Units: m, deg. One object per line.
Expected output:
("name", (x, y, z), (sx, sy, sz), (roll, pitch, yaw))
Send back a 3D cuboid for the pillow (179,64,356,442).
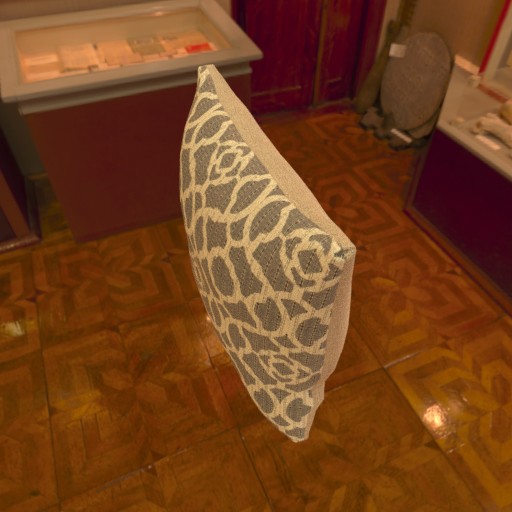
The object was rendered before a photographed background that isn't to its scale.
("pillow", (0.000, 0.000, 0.794), (0.215, 0.498, 0.508), (-16, 48, -15))
